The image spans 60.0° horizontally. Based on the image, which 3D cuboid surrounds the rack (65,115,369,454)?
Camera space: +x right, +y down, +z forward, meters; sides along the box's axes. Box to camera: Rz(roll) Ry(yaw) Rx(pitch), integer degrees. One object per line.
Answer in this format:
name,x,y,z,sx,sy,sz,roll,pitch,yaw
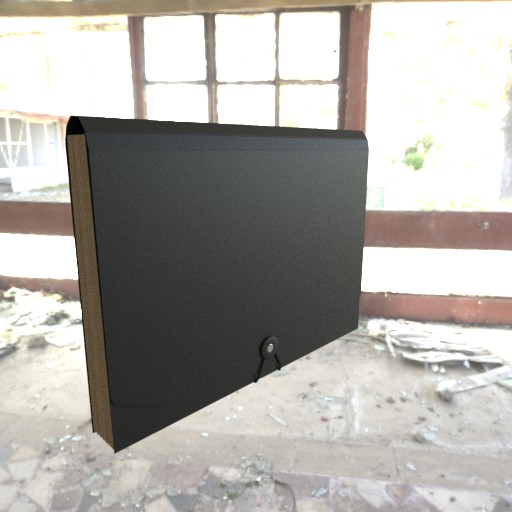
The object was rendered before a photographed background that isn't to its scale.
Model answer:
rack,0.000,0.000,0.424,0.041,0.241,0.330,13,19,43
